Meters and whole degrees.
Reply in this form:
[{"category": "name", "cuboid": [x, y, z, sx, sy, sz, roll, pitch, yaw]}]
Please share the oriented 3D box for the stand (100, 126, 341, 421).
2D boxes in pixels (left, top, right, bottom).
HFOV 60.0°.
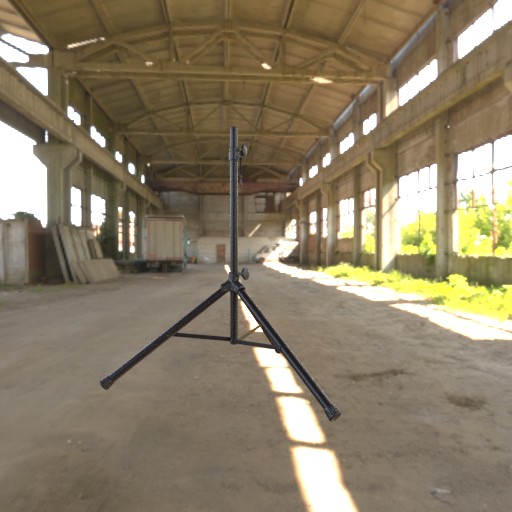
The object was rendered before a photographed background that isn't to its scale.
[{"category": "stand", "cuboid": [0.000, 0.000, 1.861, 1.045, 1.136, 0.907, -1, 2, -38]}]
